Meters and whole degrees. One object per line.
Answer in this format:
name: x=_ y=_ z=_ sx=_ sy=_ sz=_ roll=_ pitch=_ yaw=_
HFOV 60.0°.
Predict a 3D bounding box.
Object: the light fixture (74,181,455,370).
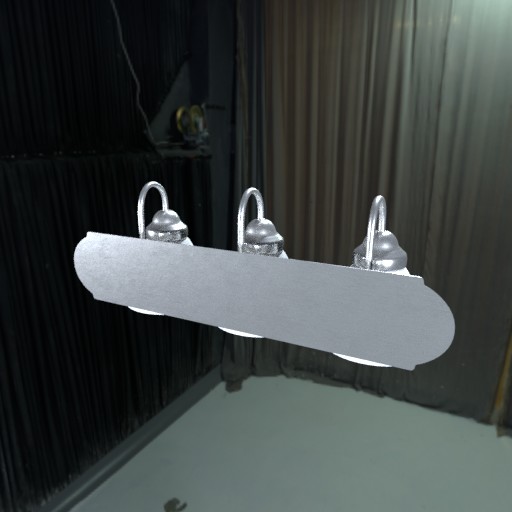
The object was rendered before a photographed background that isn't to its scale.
light fixture: x=0.000 y=0.000 z=0.716 sx=0.610 sy=0.222 sz=0.199 roll=8 pitch=17 yaw=26
